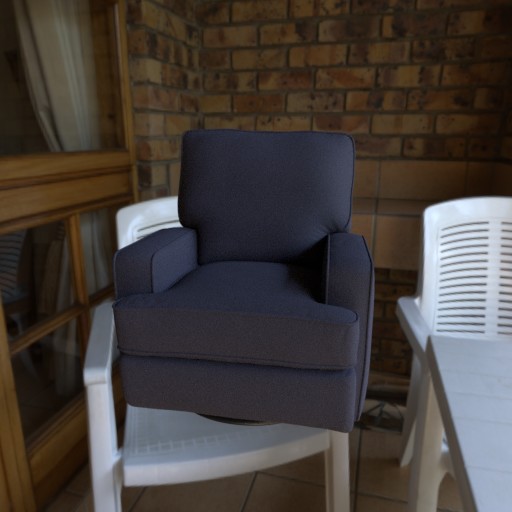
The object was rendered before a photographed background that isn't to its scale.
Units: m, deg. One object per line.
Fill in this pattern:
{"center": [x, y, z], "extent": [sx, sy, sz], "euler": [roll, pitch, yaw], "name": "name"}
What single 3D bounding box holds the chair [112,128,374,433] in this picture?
{"center": [0.000, 0.000, 1.734], "extent": [0.861, 0.962, 0.964], "euler": [3, 16, 9], "name": "chair"}
